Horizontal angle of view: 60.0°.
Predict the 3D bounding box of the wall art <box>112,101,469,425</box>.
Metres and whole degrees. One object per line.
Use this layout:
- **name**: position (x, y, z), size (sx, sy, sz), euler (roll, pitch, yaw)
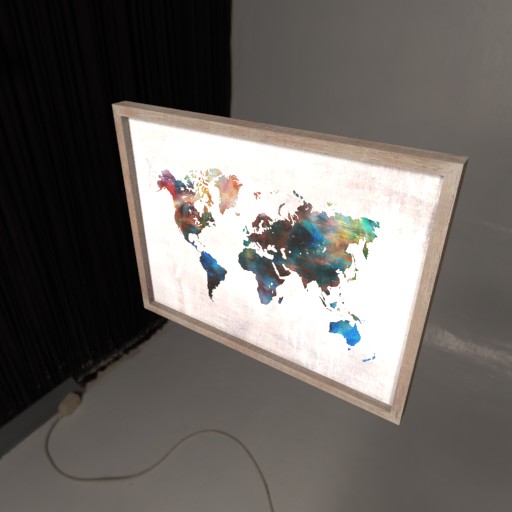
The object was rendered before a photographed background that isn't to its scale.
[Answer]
- **wall art**: position (0.000, 0.000, 1.732), size (1.320, 1.009, 0.070), euler (18, 35, 28)
